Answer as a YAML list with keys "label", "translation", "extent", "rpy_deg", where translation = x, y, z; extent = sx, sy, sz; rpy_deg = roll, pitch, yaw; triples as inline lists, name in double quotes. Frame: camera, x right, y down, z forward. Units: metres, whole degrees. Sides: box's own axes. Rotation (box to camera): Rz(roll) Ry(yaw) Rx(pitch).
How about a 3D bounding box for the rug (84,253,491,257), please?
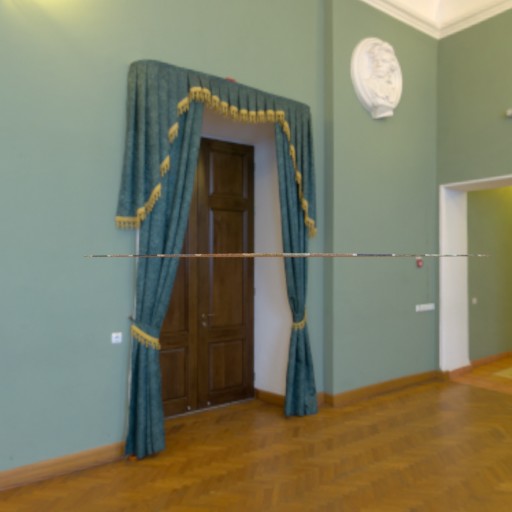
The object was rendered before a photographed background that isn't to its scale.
- label: "rug"
  translation: [0.000, 0.000, 2.317]
  extent: [1.216, 0.006, 1.828]
  rpy_deg: [0, 0, -37]
